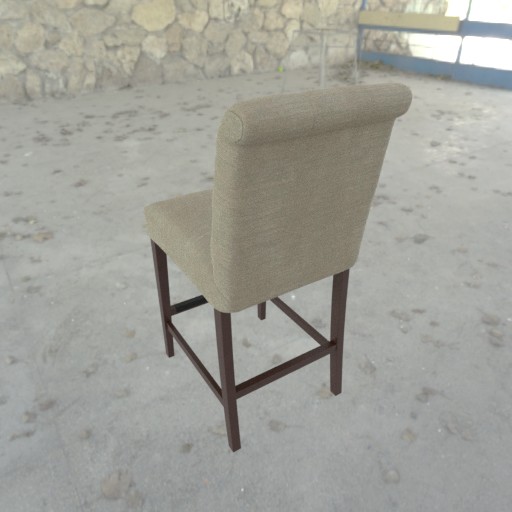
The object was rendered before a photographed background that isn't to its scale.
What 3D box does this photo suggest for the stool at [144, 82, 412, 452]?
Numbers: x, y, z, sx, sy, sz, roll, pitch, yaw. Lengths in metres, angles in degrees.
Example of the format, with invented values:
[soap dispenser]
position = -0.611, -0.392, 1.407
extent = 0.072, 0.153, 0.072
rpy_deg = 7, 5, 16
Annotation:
[stool]
position = 0.000, 0.000, 1.401
extent = 0.486, 1.084, 0.660
rpy_deg = -18, 35, -28
